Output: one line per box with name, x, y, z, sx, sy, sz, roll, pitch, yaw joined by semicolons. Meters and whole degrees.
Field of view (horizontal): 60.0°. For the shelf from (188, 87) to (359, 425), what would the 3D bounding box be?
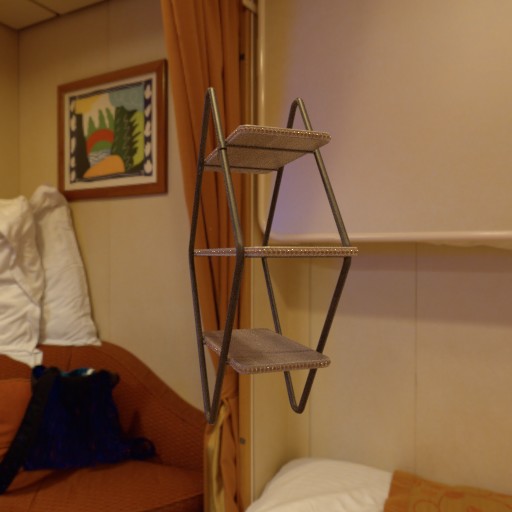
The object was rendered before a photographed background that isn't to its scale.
shelf;0.000;0.000;1.048;0.234;0.774;0.609;0;0;-19
